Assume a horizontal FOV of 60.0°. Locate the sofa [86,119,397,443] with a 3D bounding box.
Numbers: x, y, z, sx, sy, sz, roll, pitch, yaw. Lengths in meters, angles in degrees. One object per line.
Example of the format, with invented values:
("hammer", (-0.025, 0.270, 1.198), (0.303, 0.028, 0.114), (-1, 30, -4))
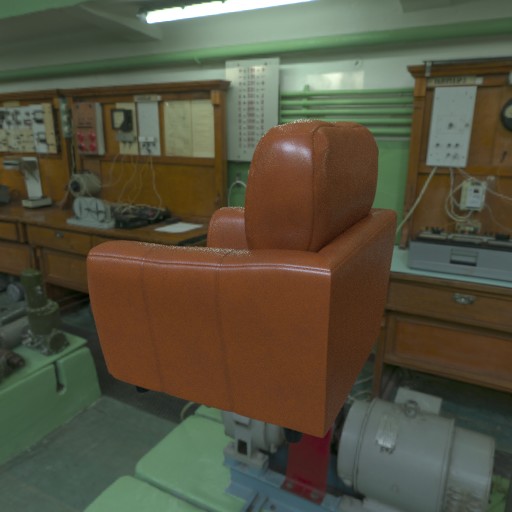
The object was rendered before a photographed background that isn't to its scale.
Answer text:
("sofa", (0.000, 0.000, 1.503), (0.789, 0.876, 0.836), (8, 18, 26))
